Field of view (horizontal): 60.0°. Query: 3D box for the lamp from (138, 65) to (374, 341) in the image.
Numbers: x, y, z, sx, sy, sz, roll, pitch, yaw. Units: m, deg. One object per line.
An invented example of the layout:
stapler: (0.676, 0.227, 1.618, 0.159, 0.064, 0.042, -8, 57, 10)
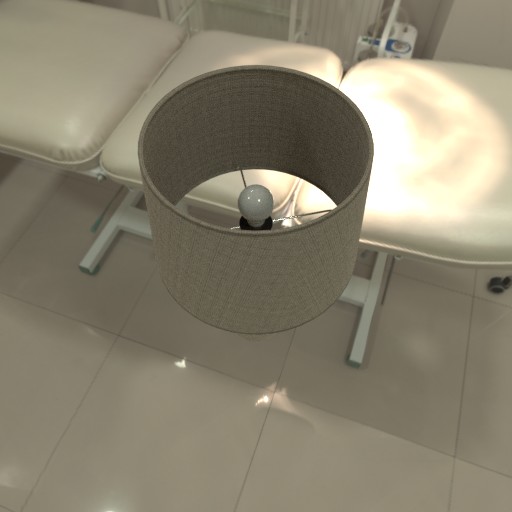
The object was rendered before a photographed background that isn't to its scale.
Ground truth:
lamp: (0.000, 0.000, 0.861, 0.367, 0.609, 0.367, 0, 58, 0)
